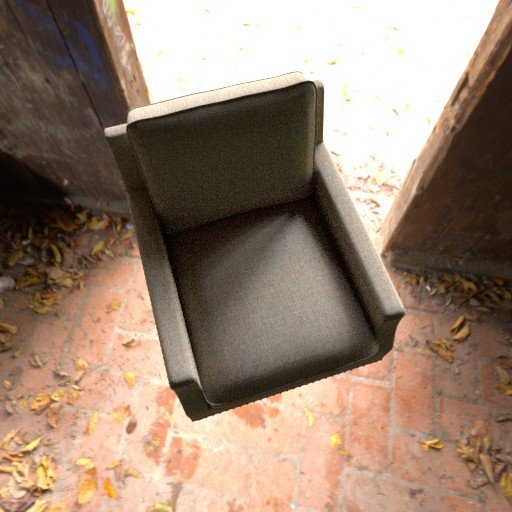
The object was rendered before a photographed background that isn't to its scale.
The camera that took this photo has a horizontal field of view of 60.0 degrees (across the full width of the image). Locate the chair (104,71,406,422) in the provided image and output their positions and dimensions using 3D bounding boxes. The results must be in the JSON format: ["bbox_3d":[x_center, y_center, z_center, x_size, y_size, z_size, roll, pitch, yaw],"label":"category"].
[{"bbox_3d":[0.000,0.000,1.743,0.853,0.943,1.014,-16,65,-8],"label":"chair"}]
